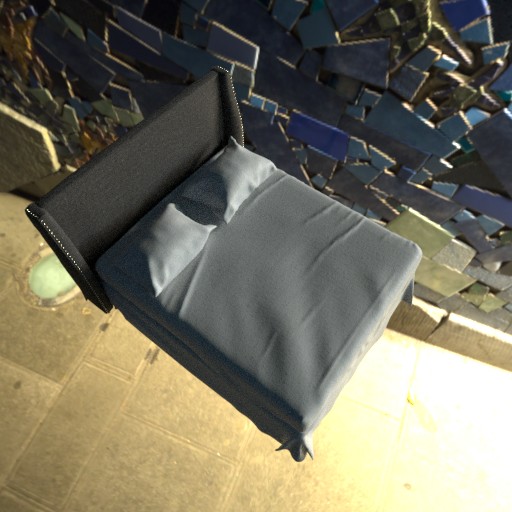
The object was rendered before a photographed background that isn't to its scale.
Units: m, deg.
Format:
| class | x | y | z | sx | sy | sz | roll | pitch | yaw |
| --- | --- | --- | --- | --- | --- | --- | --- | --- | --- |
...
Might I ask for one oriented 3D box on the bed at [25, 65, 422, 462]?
| class | x | y | z | sx | sy | sz | roll | pitch | yaw |
| --- | --- | --- | --- | --- | --- | --- | --- | --- | --- |
| bed | 0.000 | 0.000 | 3.372 | 2.276 | 1.332 | 1.925 | 33 | 63 | 19 |
